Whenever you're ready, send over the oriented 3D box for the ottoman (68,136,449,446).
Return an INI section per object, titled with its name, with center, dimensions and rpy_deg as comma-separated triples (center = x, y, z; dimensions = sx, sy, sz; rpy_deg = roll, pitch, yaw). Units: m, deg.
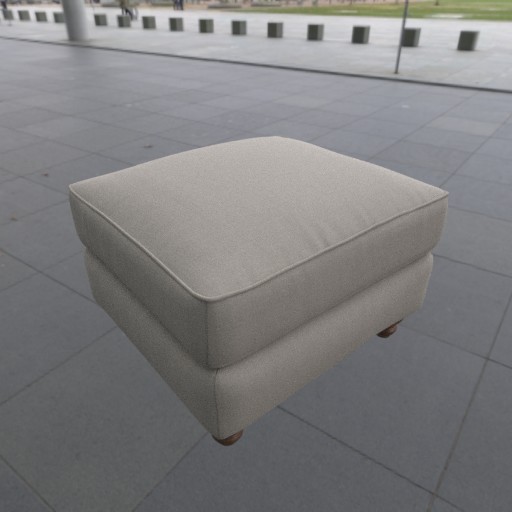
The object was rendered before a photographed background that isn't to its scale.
[ottoman]
center = 0.000, 0.000, 1.152
dimensions = 0.716, 0.505, 0.662
rpy_deg = -23, 38, -33
